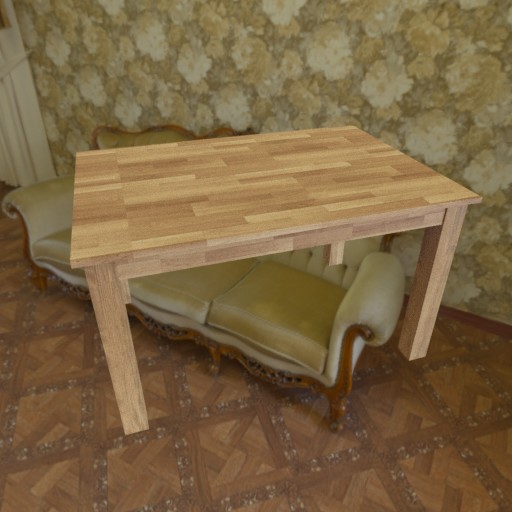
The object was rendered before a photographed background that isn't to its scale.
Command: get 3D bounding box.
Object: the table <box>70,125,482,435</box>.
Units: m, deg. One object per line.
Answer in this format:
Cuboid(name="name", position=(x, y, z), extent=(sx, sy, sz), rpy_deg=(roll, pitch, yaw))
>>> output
Cuboid(name="table", position=(0.000, 0.000, 1.874), extent=(1.300, 0.750, 0.900), rpy_deg=(-10, 33, -15))
